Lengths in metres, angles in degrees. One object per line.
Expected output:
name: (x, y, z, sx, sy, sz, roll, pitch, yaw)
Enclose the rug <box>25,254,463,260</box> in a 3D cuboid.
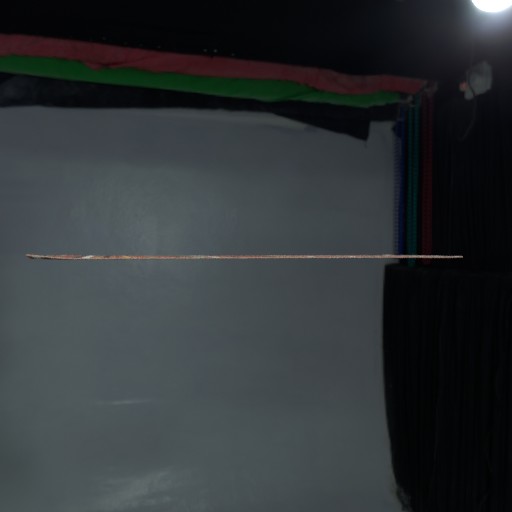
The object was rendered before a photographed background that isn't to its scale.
rug: (0.000, 0.000, 2.743, 2.444, 0.030, 0.799, 0, 1, -18)
